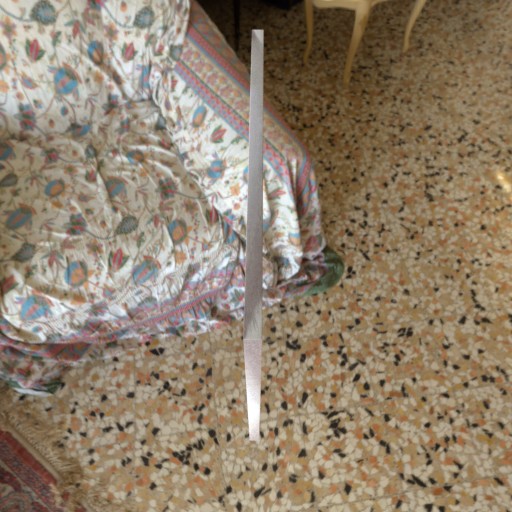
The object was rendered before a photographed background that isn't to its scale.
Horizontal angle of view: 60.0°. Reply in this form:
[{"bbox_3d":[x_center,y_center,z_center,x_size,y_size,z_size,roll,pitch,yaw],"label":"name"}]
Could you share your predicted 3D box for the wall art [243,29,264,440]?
[{"bbox_3d":[0.000,0.000,1.147,0.027,0.762,0.762,1,58,0],"label":"wall art"}]
